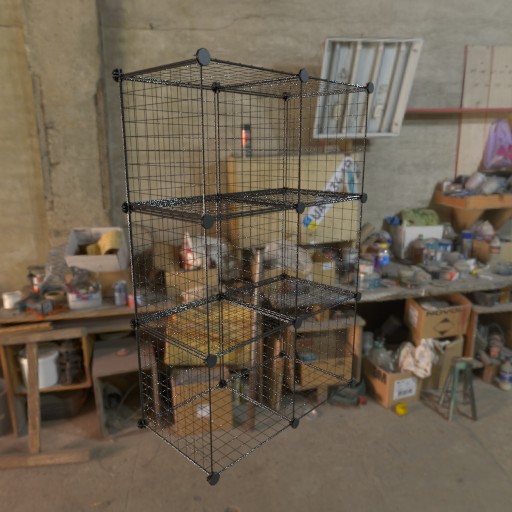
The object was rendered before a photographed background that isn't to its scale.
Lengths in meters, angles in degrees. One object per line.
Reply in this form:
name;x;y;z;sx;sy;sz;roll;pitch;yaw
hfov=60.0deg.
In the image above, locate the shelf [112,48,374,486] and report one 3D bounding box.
shelf;0.000;0.000;1.402;0.356;1.067;0.711;13;19;42
